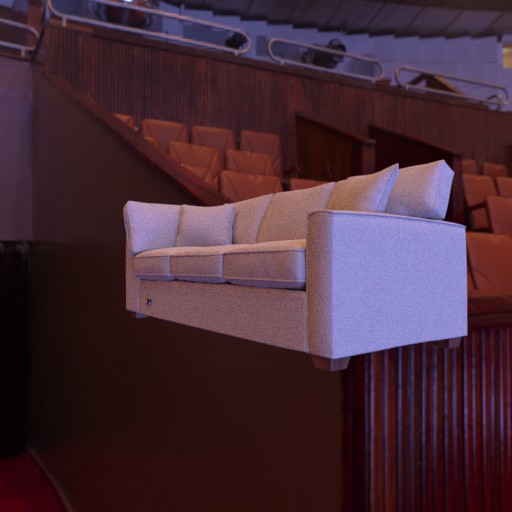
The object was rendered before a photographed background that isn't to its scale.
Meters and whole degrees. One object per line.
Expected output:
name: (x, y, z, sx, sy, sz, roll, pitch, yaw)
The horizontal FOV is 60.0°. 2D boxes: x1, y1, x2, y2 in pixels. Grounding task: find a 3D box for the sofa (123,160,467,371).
sofa: (0.000, 0.000, 2.924, 1.061, 0.962, 2.317, 1, -1, -36)
